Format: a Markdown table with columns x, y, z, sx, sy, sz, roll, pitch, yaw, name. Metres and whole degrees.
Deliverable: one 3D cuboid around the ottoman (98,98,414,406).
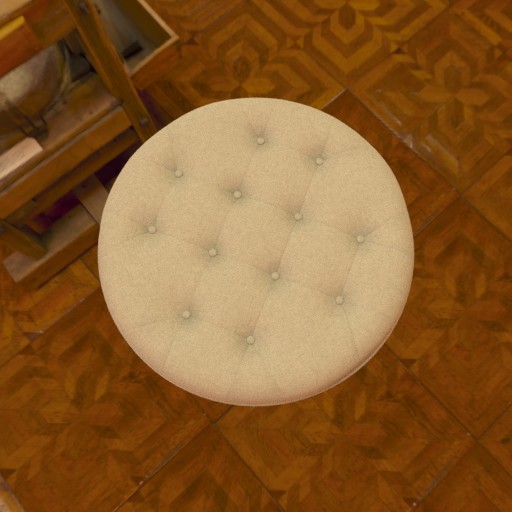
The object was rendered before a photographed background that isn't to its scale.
| x | y | z | sx | sy | sz | roll | pitch | yaw | name |
| --- | --- | --- | --- | --- | --- | --- | --- | --- | --- |
| 0.000 | 0.000 | 1.352 | 0.849 | 0.478 | 0.849 | 0 | 75 | 0 | ottoman |
